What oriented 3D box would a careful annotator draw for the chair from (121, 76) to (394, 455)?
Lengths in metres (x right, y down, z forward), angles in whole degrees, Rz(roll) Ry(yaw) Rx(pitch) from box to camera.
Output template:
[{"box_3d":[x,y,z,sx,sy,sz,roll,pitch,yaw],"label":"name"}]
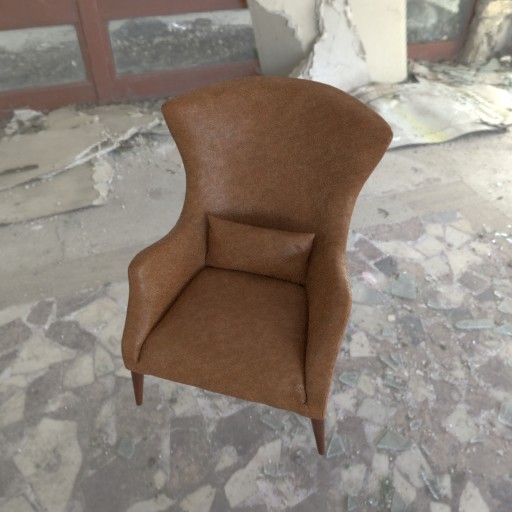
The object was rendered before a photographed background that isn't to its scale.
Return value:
[{"box_3d":[0.000,0.000,1.742,0.846,1.067,0.955,11,42,12],"label":"chair"}]
